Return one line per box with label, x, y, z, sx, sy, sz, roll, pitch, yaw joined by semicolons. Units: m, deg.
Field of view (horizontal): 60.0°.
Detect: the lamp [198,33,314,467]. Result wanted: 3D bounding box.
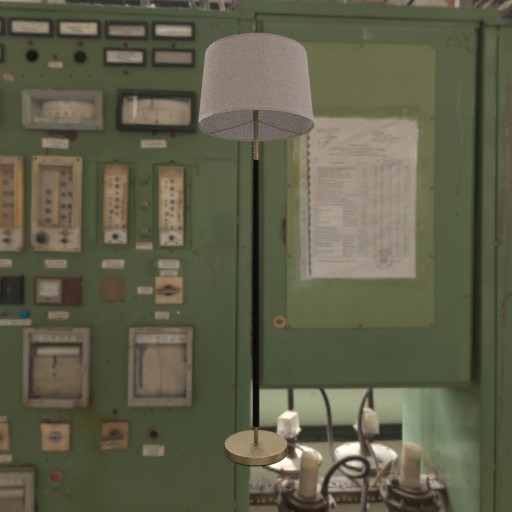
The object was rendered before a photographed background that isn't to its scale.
lamp;0.000;0.000;1.629;0.420;1.447;0.420;0;1;0
